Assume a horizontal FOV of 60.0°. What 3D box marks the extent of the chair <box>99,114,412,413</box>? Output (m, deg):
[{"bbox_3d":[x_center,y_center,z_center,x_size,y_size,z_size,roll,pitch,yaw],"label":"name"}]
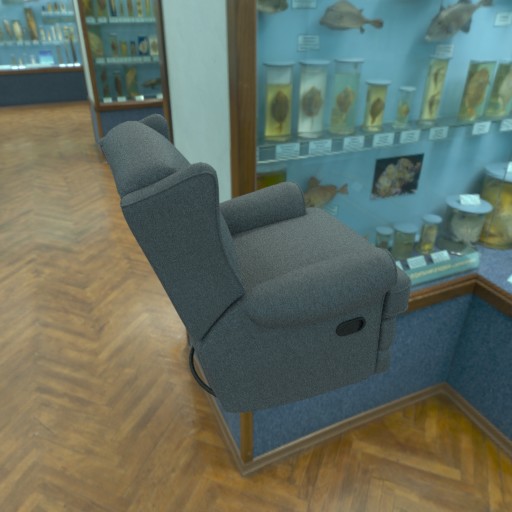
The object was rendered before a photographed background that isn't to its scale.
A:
[{"bbox_3d":[0.000,0.000,1.702,0.969,1.011,0.847,-11,32,-19],"label":"chair"}]
